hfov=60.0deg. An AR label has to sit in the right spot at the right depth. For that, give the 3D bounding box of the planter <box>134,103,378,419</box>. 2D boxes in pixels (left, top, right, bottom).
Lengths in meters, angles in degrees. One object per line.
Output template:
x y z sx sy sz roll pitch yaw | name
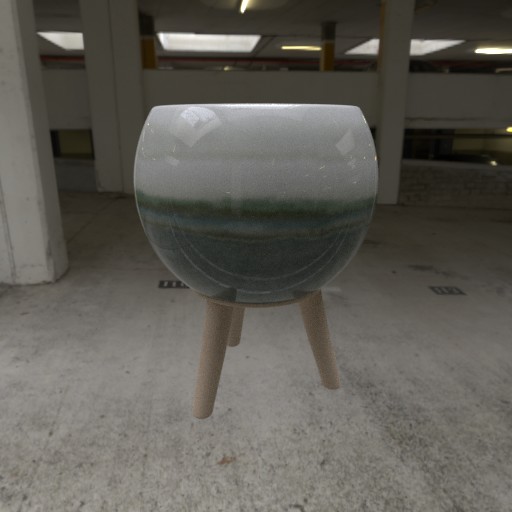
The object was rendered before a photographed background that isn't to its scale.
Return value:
0.000 0.000 0.436 0.222 0.278 0.222 0 17 0 | planter
